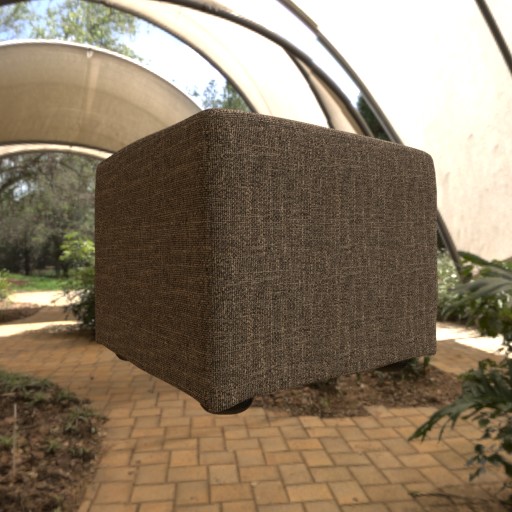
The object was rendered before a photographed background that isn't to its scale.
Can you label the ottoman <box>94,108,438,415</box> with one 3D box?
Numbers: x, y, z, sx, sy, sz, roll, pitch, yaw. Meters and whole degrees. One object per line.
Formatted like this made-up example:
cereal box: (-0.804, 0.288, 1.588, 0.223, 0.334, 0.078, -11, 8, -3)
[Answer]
ottoman: (0.000, 0.000, 0.909, 0.521, 0.453, 0.512, -1, 1, -36)
